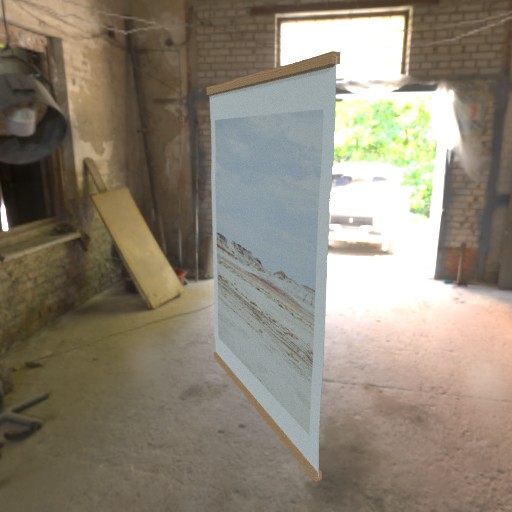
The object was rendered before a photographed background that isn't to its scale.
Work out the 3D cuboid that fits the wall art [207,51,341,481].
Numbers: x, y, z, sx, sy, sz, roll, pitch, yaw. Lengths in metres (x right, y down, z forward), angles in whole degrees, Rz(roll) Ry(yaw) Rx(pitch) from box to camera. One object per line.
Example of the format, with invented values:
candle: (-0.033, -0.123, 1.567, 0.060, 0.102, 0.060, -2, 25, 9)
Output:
wall art: (0.000, 0.000, 1.330, 0.020, 1.016, 0.739, -7, 16, -25)
